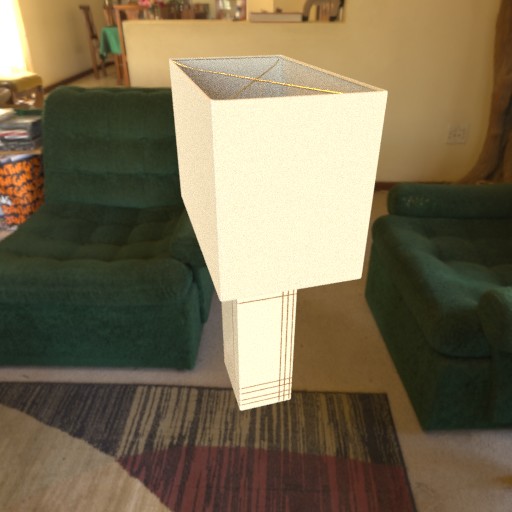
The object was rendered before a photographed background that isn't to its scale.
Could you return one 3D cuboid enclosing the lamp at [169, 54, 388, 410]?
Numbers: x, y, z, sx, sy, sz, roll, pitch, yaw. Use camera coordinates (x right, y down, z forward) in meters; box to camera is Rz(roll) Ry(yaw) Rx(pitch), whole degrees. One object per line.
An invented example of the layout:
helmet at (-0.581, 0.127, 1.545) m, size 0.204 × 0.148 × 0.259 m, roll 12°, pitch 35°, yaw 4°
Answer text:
lamp at (0.000, 0.000, 0.698) m, size 0.182 × 0.543 × 0.334 m, roll -8°, pitch 31°, yaw -14°
